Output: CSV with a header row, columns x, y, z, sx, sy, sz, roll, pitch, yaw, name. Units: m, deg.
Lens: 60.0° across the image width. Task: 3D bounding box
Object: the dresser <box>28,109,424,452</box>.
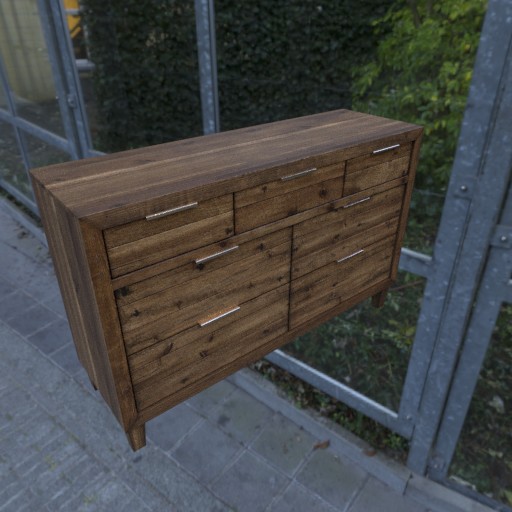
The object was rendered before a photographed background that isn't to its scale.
x,y,z,sx,sy,sz,roll,pitch,yaw,name
0.000,0.000,1.767,1.387,0.892,0.438,-22,36,-33,dresser
